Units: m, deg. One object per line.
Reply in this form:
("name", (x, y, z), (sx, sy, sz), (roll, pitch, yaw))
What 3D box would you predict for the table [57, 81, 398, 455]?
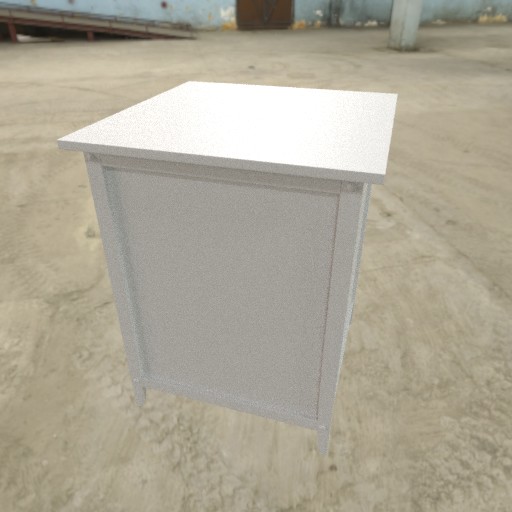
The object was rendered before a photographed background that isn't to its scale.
("table", (0.000, 0.000, 0.762), (0.381, 0.483, 0.381), (9, 33, 14))
